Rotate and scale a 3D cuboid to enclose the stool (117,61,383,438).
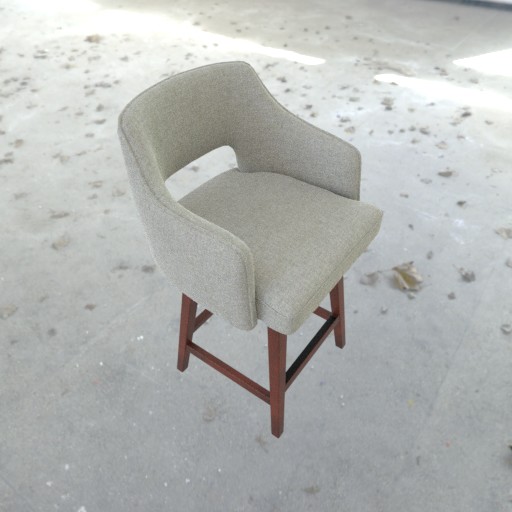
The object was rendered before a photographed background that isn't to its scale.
[{"bbox_3d":[0.000,0.000,1.318,0.558,0.944,0.599,26,48,26],"label":"stool"}]
